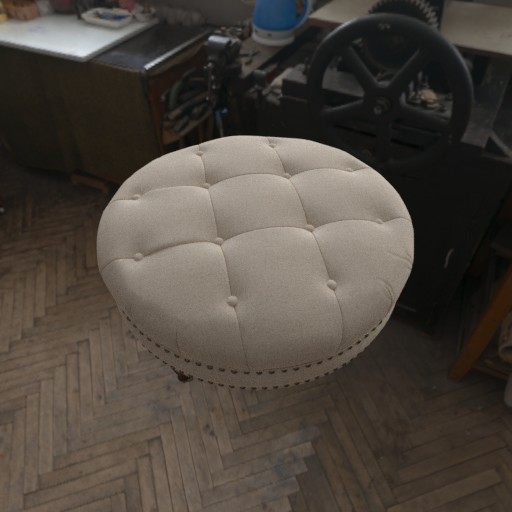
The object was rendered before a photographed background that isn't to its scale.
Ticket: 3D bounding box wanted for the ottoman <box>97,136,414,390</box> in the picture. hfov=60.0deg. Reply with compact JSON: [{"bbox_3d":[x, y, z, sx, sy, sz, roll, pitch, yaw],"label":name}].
[{"bbox_3d":[0.000,0.000,1.453,0.940,0.483,0.940,0,46,0],"label":"ottoman"}]
